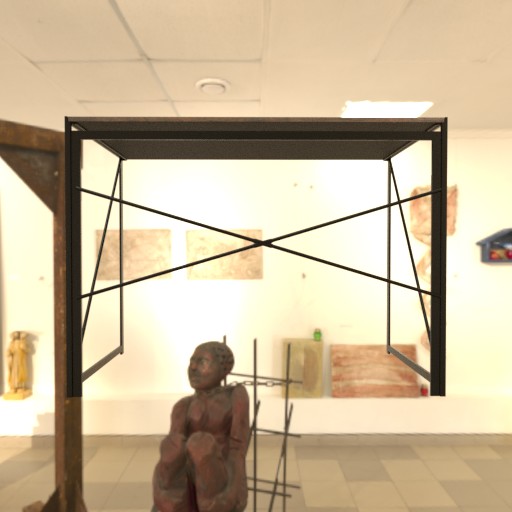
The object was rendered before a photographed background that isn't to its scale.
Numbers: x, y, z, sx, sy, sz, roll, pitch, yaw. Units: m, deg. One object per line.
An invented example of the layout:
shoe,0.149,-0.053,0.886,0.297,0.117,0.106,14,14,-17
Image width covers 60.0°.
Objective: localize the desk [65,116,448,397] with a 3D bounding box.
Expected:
desk,0.000,0.000,1.433,1.015,0.747,0.505,0,1,0
